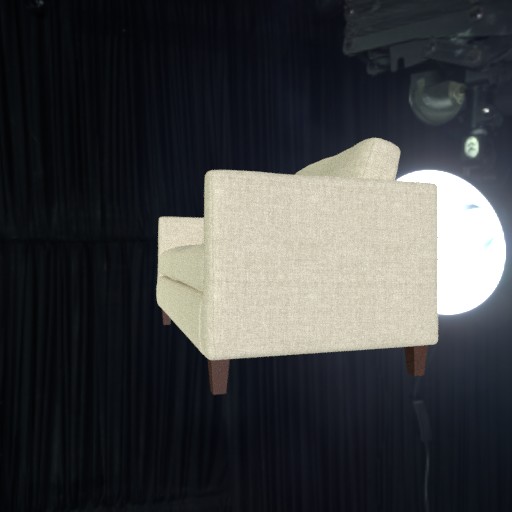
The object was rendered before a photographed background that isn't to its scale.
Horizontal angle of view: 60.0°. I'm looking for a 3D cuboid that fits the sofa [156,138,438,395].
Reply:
[{"bbox_3d":[0.000,0.000,2.475,0.950,0.963,1.884,0,0,-17],"label":"sofa"}]
